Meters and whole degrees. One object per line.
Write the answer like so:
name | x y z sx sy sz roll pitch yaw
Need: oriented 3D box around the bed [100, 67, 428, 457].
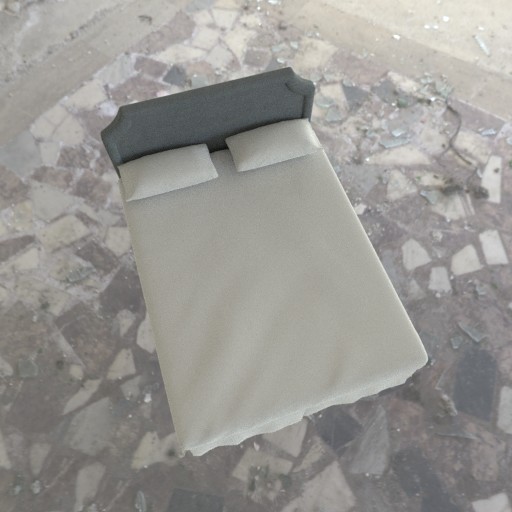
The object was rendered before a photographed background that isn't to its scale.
bed | 0.000 0.000 3.522 1.977 1.306 2.464 -16 64 -8
